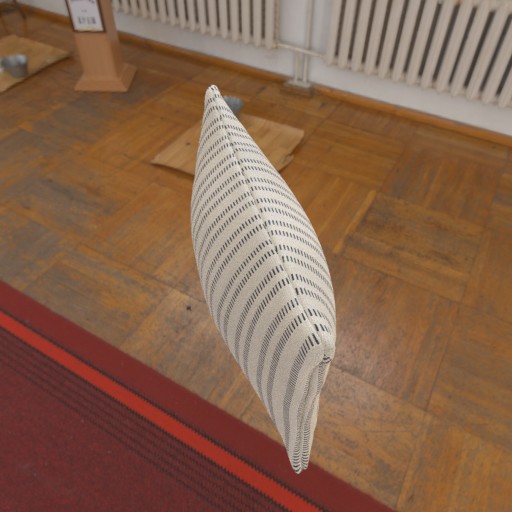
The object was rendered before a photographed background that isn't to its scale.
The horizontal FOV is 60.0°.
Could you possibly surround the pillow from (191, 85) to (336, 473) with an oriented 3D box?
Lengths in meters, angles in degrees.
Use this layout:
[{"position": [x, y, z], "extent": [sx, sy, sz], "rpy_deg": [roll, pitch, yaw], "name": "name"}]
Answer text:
[{"position": [0.000, 0.000, 0.793], "extent": [0.210, 0.353, 0.640], "rpy_deg": [-11, 47, -10], "name": "pillow"}]
